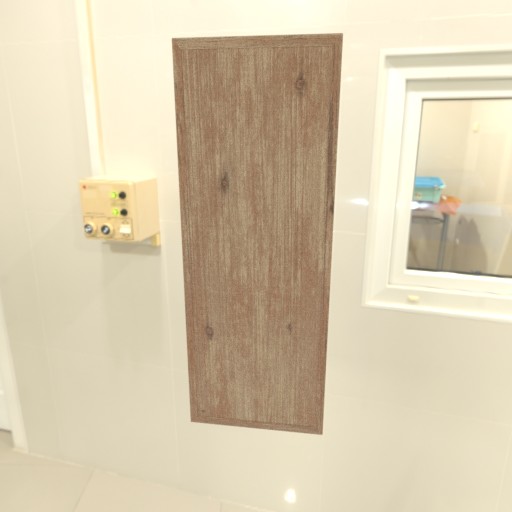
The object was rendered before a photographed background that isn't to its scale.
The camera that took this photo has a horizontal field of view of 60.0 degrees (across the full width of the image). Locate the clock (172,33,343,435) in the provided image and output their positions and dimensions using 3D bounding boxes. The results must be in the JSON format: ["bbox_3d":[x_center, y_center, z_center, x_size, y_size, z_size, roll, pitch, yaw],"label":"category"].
[{"bbox_3d":[0.000,0.000,1.073,0.361,0.965,0.030,2,17,8],"label":"clock"}]
